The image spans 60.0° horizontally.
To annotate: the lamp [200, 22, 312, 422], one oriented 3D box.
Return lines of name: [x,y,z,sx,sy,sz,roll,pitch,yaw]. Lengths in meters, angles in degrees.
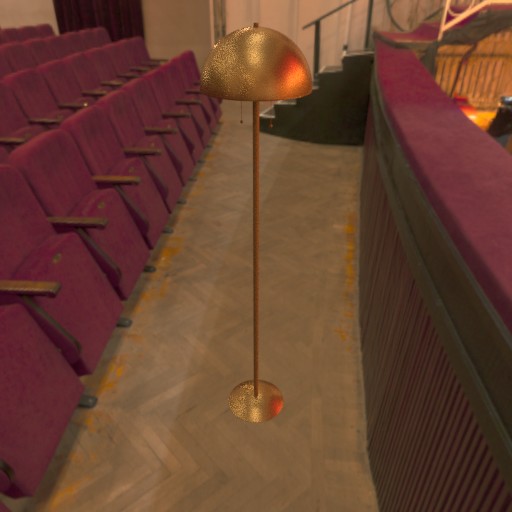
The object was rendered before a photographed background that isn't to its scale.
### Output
lamp: [0.000,0.000,1.587,0.328,1.480,0.328,2,31,3]
